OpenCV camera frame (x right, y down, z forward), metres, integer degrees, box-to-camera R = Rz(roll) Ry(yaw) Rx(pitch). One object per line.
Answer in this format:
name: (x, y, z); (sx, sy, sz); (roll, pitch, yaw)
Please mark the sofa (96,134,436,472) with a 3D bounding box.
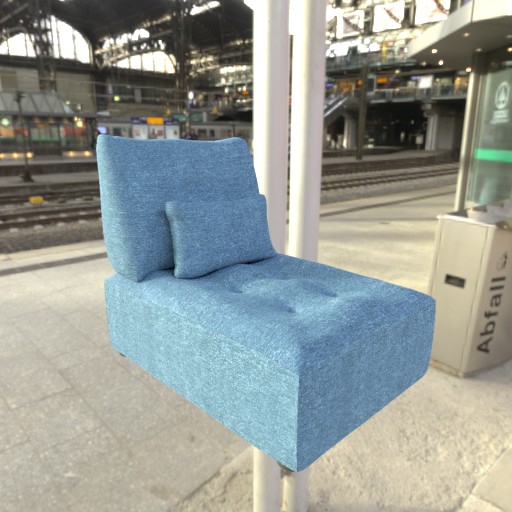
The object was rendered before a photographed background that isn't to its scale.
sofa: (0.000, 0.000, 1.546); (0.700, 0.820, 1.000); (-14, 20, -42)
